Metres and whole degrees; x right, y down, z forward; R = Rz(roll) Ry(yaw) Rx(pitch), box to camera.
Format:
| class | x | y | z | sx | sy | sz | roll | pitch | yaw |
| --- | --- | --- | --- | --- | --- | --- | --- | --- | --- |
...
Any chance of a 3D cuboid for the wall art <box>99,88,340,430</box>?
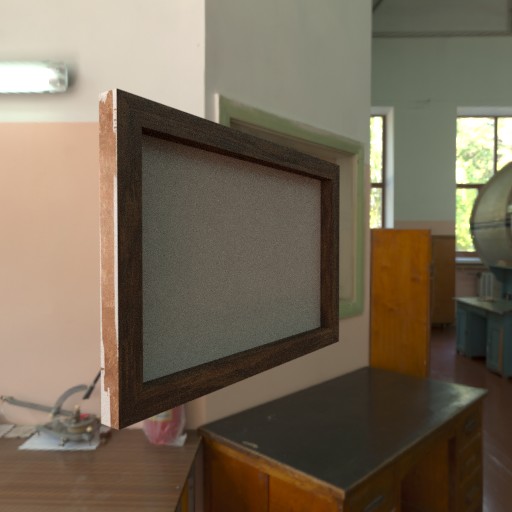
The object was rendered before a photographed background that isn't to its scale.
| class | x | y | z | sx | sy | sz | roll | pitch | yaw |
| --- | --- | --- | --- | --- | --- | --- | --- | --- | --- |
| wall art | 0.000 | 0.000 | 0.782 | 0.035 | 0.405 | 0.609 | 1 | 1 | 36 |
